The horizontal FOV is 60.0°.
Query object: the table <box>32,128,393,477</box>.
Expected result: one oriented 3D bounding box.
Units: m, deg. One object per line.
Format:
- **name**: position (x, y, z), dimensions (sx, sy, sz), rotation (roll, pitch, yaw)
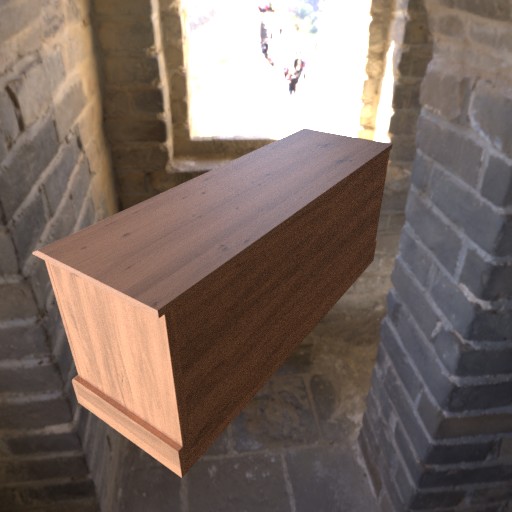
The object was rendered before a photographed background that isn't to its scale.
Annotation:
- **table**: position (0.000, 0.000, 1.451), dimensions (0.400, 0.510, 1.200), rotation (20, 37, 29)
